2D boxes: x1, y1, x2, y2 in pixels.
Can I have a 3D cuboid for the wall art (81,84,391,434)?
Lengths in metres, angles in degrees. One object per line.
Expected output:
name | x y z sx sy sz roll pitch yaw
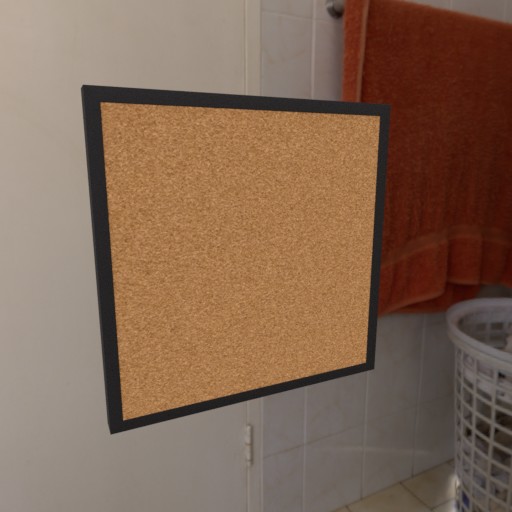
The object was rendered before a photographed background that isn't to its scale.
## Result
wall art | 0.000 0.000 0.742 0.506 0.503 0.036 -6 14 -25
